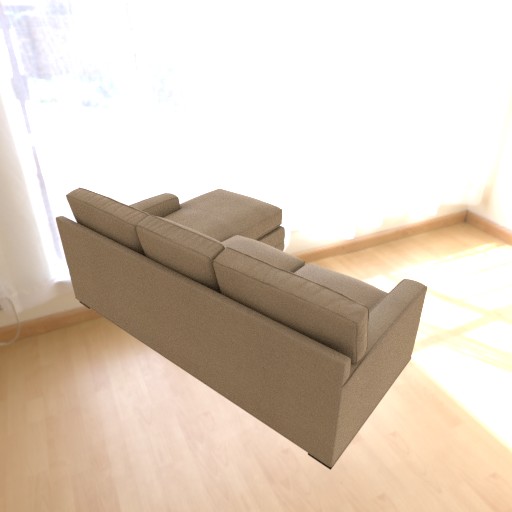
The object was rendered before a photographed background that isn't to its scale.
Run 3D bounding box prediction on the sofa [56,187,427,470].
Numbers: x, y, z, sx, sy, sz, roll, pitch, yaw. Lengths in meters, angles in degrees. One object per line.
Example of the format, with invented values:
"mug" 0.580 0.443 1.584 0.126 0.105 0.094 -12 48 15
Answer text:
"sofa" 0.000 0.000 2.864 2.087 0.861 1.496 22 37 33
